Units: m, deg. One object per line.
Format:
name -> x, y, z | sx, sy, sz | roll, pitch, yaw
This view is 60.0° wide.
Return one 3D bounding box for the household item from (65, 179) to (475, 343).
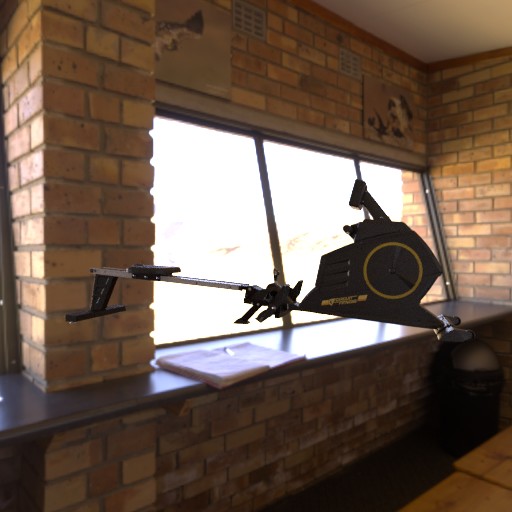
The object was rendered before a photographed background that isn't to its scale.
household item -> 0.000, 0.000, 2.585 | 2.251, 0.810, 0.521 | 0, 1, 17
